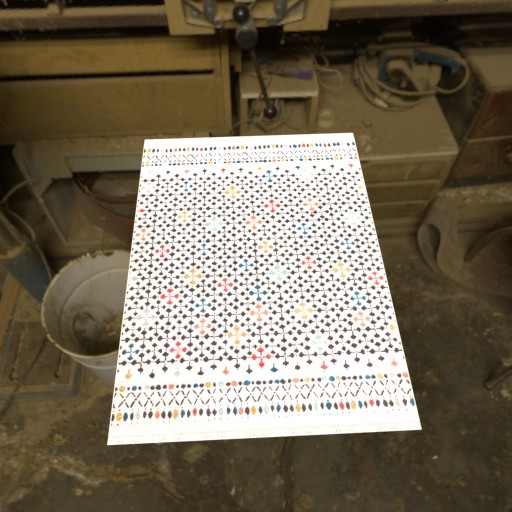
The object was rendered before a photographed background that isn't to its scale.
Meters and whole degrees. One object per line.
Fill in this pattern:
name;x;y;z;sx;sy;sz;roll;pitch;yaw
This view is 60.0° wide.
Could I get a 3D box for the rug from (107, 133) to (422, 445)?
rug;0.000;0.000;4.159;2.354;0.007;3.196;-2;58;-1
